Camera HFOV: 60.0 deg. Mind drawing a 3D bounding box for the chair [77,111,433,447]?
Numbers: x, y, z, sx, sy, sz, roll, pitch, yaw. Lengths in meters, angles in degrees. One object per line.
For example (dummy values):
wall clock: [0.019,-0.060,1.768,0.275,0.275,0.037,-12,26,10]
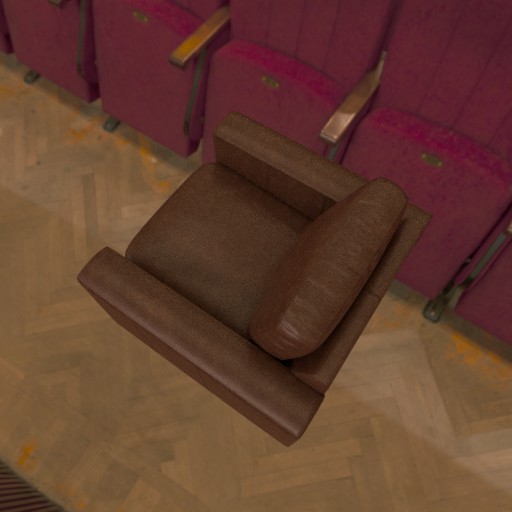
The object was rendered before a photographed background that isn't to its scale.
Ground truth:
chair: [0.000,0.000,1.794,1.016,0.873,1.005,32,68,14]
